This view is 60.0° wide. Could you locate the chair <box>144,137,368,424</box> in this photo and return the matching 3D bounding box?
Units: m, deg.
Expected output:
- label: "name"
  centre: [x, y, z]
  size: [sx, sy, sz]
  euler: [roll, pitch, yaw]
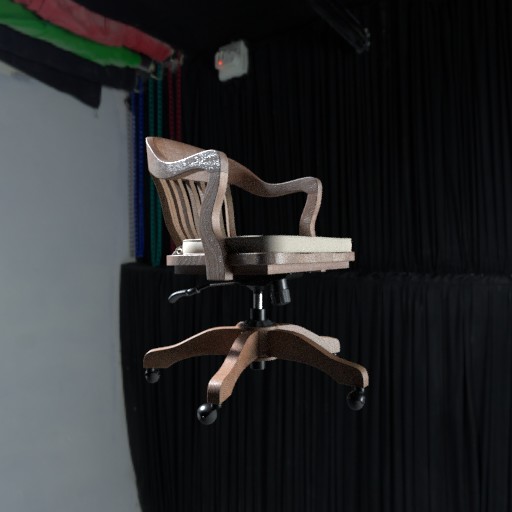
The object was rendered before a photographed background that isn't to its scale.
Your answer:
- label: "chair"
  centre: [0.000, 0.000, 1.502]
  size: [0.788, 0.878, 0.750]
  euler: [1, 1, 36]
